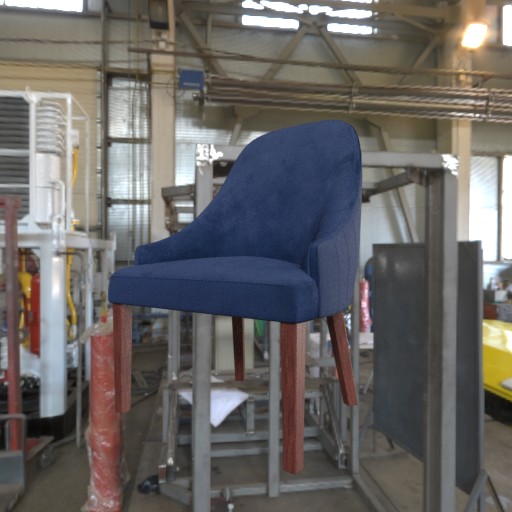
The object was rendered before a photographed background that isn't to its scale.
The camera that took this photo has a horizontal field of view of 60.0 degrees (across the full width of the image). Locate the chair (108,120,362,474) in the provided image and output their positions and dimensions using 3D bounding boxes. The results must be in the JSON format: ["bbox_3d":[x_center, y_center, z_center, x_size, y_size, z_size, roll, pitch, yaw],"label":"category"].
[{"bbox_3d":[0.000,0.000,1.298,0.643,0.889,0.575,0,1,37],"label":"chair"}]
